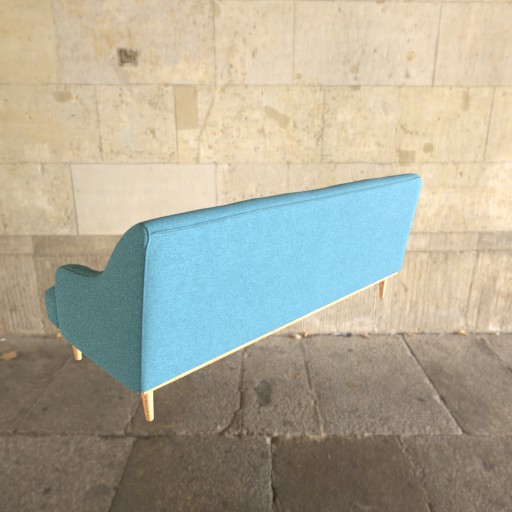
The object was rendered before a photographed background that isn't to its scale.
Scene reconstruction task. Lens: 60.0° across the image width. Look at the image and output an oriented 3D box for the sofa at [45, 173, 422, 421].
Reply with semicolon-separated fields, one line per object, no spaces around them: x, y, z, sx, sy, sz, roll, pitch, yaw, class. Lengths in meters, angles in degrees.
0.000;0.000;2.534;2.057;0.871;0.978;-17;24;-42;sofa
